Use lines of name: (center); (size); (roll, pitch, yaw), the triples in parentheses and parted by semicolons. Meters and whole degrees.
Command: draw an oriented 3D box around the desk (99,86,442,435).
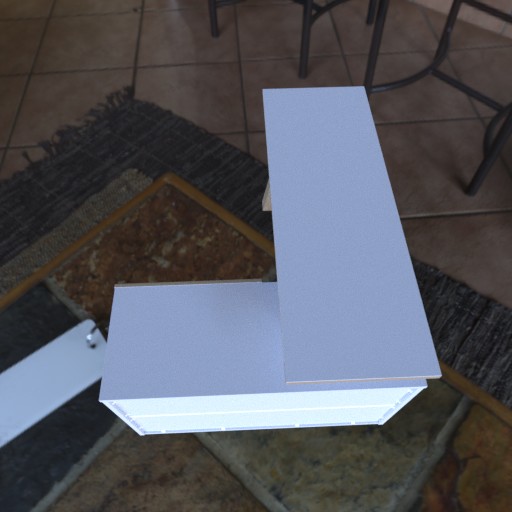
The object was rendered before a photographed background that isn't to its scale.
desk: (0.000, 0.000, 2.058); (1.098, 0.755, 1.404); (-2, 58, -1)
